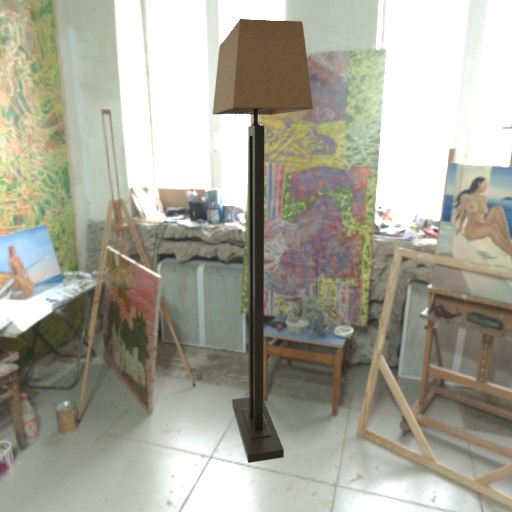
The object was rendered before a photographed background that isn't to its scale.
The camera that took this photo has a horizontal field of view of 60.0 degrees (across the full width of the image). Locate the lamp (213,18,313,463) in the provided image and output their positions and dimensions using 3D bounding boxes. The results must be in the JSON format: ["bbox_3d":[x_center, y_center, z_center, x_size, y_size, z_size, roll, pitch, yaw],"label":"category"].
[{"bbox_3d":[0.000,0.000,1.607,0.233,1.469,0.475,-3,16,-12],"label":"lamp"}]
